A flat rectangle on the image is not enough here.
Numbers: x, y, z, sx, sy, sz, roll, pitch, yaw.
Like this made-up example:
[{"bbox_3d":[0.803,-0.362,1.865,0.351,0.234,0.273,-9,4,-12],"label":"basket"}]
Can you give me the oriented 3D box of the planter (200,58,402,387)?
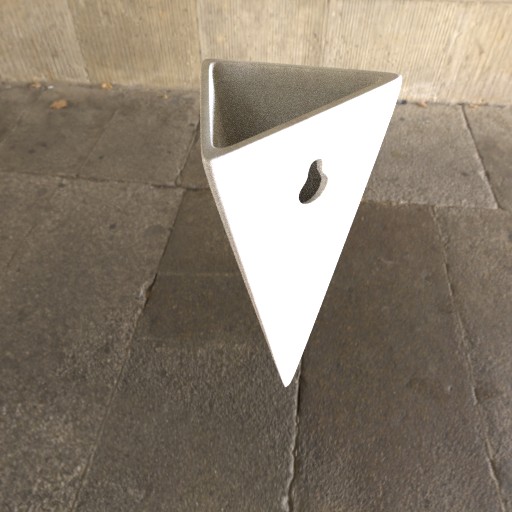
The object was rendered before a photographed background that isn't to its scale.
[{"bbox_3d":[0.000,0.000,0.270,0.101,0.224,0.081,-30,54,-25],"label":"planter"}]
